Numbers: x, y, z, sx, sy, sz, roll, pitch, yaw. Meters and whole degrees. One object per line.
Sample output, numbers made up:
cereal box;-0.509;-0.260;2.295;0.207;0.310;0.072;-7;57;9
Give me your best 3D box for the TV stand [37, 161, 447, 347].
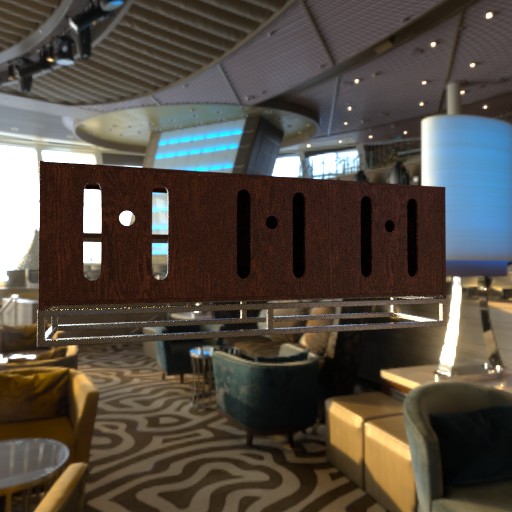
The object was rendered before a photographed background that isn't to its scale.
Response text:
TV stand;0.000;0.000;1.789;1.541;0.578;0.382;0;-1;-18
